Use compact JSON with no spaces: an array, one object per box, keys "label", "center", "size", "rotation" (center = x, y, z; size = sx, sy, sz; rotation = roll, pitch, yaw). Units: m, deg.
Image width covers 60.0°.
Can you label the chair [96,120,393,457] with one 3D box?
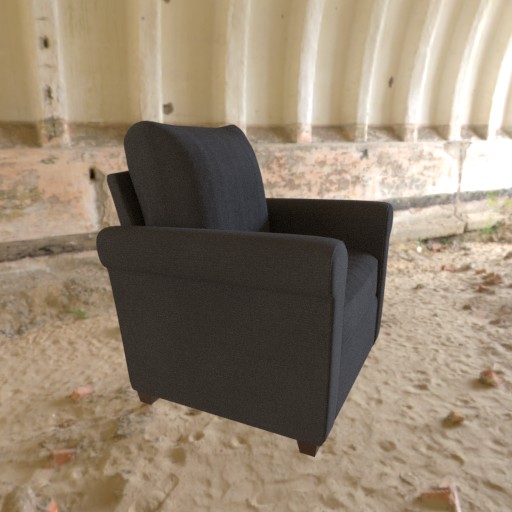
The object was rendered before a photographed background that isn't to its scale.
[{"label":"chair","center":[0.000,0.000,1.624],"size":[0.828,0.942,0.867],"rotation":[7,17,25]}]
